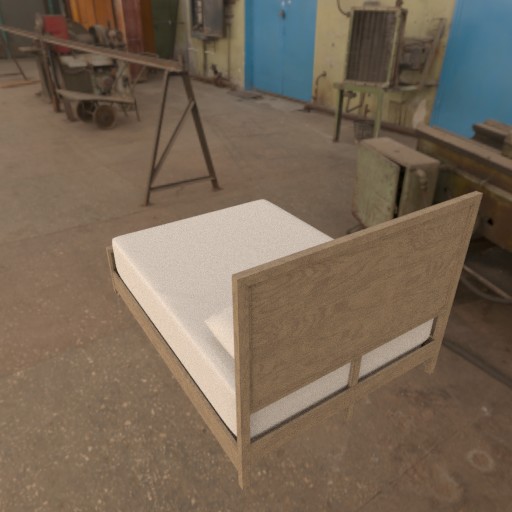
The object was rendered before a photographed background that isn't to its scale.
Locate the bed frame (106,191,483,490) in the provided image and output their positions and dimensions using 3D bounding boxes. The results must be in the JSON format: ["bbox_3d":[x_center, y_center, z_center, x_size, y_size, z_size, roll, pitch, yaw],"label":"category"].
[{"bbox_3d":[0.000,0.000,3.239,1.606,1.369,2.189,-18,35,-28],"label":"bed frame"}]
